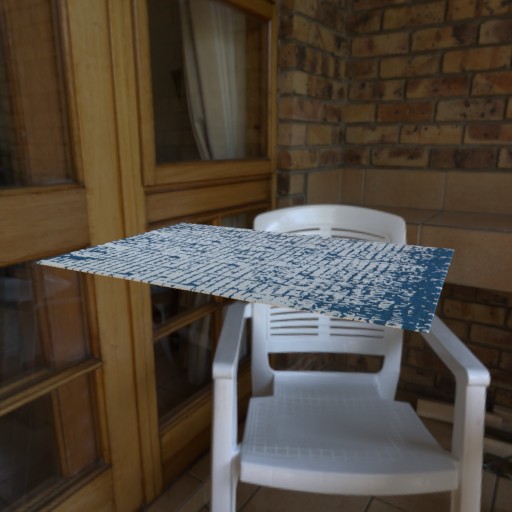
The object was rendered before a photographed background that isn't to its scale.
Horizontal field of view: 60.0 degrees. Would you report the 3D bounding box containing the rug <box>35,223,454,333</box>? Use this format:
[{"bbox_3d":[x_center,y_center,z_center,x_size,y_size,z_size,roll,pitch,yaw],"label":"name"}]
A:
[{"bbox_3d":[0.000,0.000,2.312,1.828,0.007,1.220,7,16,26],"label":"rug"}]
